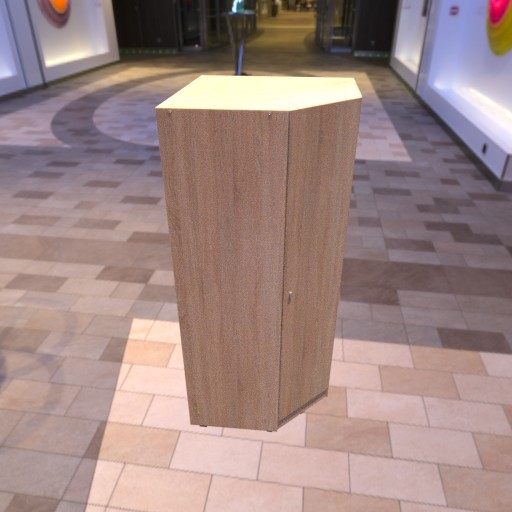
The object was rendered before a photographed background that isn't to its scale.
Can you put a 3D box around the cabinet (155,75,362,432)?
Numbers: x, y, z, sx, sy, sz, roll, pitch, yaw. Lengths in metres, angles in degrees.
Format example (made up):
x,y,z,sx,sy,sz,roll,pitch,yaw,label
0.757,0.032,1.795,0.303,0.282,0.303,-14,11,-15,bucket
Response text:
x,y,z,sx,sy,sz,roll,pitch,yaw,label
0.000,0.000,2.943,1.327,2.120,1.094,-22,37,-32,cabinet
